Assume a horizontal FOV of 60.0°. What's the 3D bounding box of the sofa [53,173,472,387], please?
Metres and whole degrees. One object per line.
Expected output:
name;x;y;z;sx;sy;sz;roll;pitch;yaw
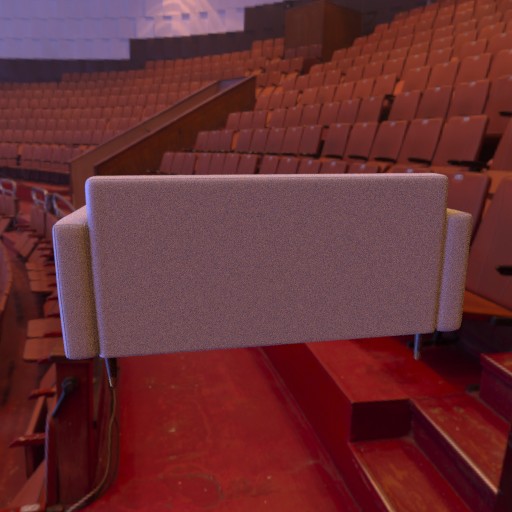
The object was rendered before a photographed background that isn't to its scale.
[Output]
sofa;0.000;0.000;2.114;1.585;0.801;0.950;-2;13;-10
